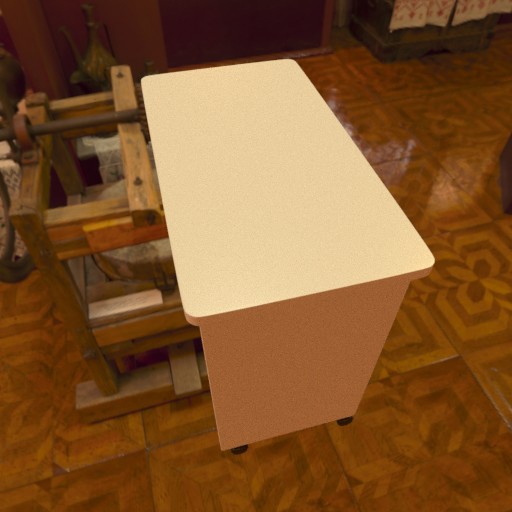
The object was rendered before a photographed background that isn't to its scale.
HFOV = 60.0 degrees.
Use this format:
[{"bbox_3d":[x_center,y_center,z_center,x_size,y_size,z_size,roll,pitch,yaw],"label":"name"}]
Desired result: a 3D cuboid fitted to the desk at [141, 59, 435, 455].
[{"bbox_3d":[0.000,0.000,1.338,0.475,0.763,0.877,-11,49,-10],"label":"desk"}]
